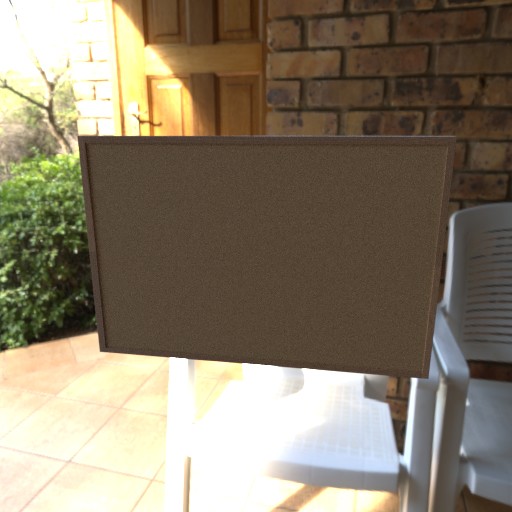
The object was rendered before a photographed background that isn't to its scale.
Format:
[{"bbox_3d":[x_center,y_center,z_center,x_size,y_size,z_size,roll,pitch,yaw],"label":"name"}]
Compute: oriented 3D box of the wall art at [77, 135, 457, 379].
[{"bbox_3d":[0.000,0.000,0.779,0.613,0.407,0.035,3,16,9],"label":"wall art"}]
